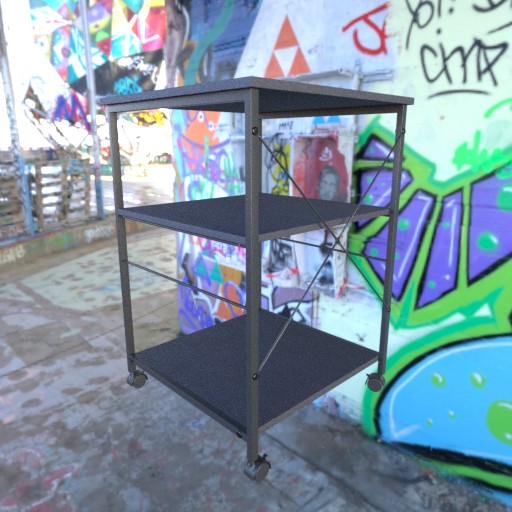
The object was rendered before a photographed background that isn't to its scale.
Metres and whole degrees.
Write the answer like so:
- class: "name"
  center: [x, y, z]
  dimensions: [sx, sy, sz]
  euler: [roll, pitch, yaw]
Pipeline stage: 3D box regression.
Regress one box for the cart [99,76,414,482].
- class: "cart"
  center: [0.000, 0.000, 1.130]
  dimensions: [0.521, 0.762, 0.520]
  euler: [-14, 20, -42]
